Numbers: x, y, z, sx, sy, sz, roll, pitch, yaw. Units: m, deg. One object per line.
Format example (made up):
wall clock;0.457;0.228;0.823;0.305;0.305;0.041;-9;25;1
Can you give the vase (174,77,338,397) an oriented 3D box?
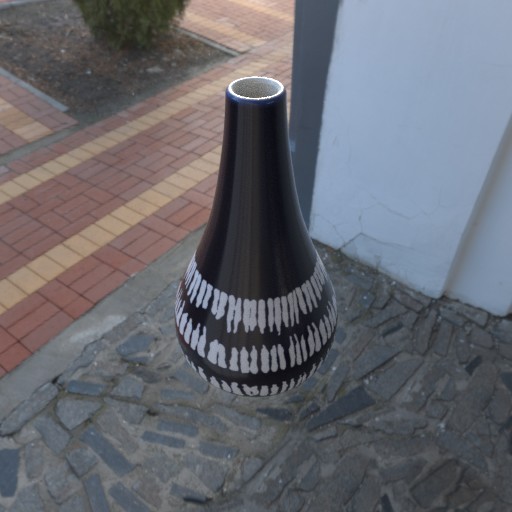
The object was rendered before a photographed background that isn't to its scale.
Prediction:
vase;0.000;0.000;0.384;0.159;0.295;0.159;0;43;0
